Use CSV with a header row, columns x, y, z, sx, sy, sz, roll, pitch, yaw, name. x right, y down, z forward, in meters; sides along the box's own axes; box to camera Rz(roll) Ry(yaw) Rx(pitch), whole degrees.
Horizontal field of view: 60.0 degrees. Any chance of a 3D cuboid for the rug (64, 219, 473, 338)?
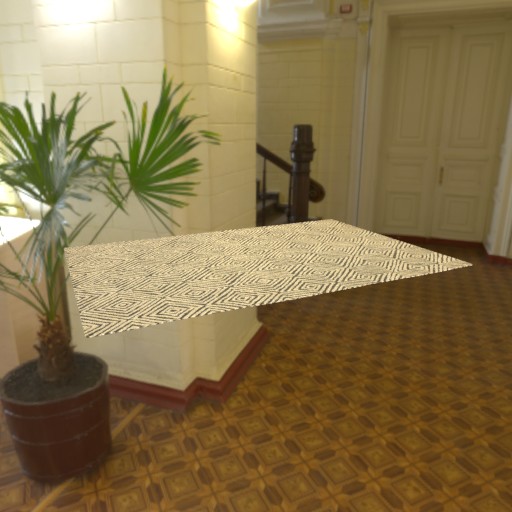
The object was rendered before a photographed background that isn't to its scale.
x,y,z,sx,sy,sz,roll,pitch,yaw,name
0.000,0.000,2.261,1.750,0.004,1.177,-8,18,-25,rug
